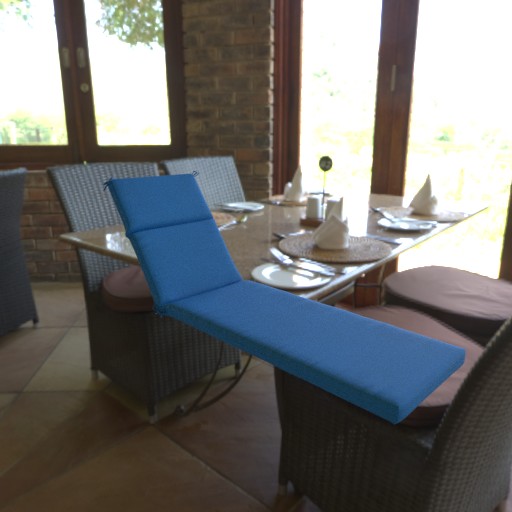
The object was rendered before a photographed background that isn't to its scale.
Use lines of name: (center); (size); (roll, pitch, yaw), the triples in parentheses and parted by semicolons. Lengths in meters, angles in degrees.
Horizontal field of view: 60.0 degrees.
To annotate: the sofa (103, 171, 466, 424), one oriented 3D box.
sofa: (0.000, 0.000, 1.932); (1.663, 0.622, 0.582); (15, 21, 43)
